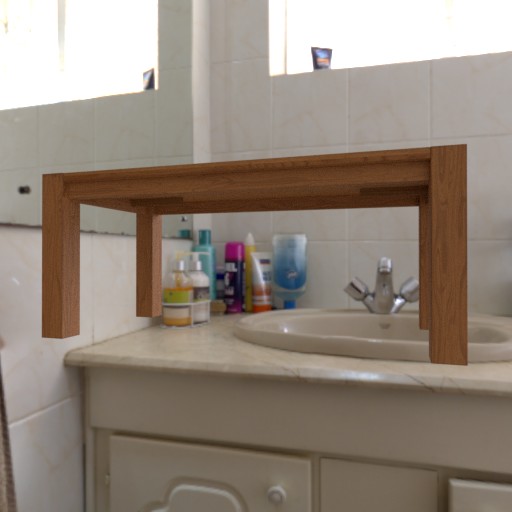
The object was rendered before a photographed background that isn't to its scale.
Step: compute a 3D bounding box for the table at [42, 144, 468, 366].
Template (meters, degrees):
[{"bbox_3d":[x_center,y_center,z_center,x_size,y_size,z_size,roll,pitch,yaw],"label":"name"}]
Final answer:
[{"bbox_3d":[0.000,0.000,2.214,1.800,0.760,0.900,0,0,18],"label":"table"}]
